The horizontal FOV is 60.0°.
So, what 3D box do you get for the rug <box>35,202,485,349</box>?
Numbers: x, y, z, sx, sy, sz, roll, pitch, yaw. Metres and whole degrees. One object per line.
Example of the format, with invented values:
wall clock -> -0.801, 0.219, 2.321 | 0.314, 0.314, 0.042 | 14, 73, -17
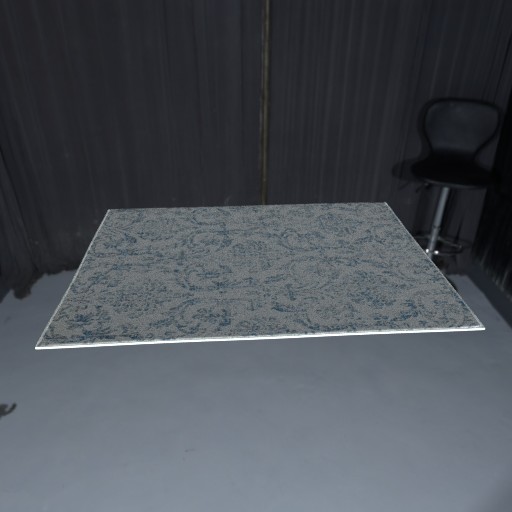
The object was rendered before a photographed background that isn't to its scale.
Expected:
rug -> 0.000, 0.000, 2.838 | 2.197, 0.014, 1.586 | -2, 30, -3
